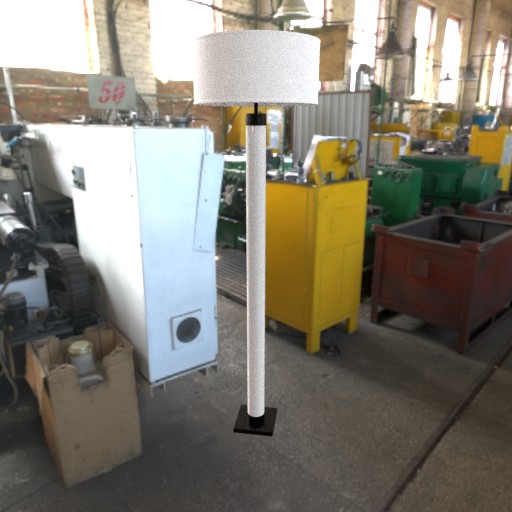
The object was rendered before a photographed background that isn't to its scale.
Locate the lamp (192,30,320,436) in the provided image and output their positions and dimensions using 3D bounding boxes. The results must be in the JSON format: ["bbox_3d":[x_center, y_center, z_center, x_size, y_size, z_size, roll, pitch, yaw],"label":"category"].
[{"bbox_3d":[0.000,0.000,1.660,0.420,1.475,0.420,3,17,9],"label":"lamp"}]
